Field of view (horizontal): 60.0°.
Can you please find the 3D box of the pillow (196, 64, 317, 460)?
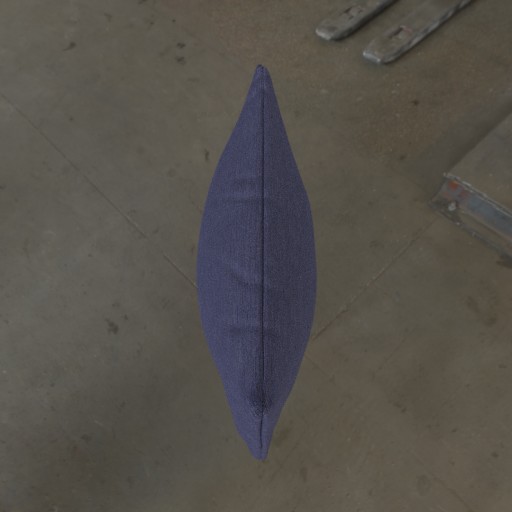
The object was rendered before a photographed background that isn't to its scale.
[{"bbox_3d":[0.000,0.000,0.796,0.210,0.338,0.633,0,59,0],"label":"pillow"}]
